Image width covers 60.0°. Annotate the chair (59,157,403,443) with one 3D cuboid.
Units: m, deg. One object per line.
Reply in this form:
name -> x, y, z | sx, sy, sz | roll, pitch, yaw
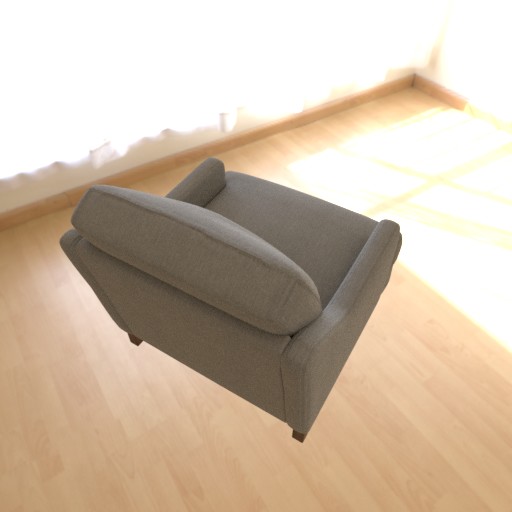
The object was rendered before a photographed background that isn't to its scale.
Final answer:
chair -> 0.000, 0.000, 1.553 | 0.826, 0.821, 0.892 | 23, 50, 21
